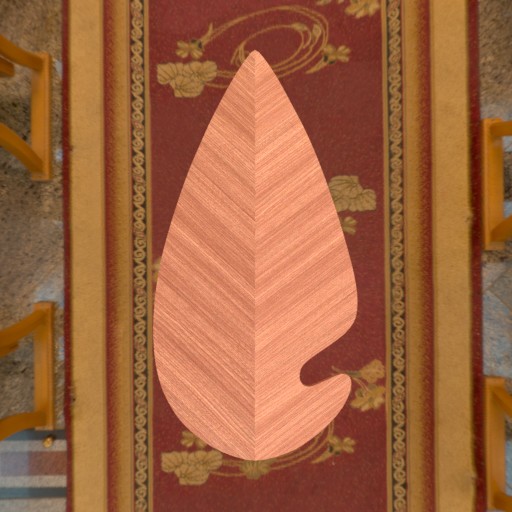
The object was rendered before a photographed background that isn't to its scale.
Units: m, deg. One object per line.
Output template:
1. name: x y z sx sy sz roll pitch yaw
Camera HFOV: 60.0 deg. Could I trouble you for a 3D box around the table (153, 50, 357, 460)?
1. table: 0.000 0.000 1.475 0.598 0.360 1.199 0 91 1
